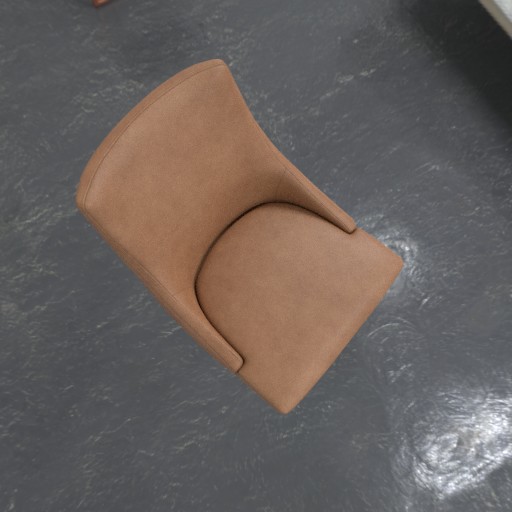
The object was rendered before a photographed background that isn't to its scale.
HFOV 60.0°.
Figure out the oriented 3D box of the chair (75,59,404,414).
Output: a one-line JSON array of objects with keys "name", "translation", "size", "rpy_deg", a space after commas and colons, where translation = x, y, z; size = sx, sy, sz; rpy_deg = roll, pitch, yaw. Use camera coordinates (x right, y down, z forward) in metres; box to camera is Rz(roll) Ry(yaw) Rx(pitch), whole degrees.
[{"name": "chair", "translation": [0.000, 0.000, 1.507], "size": [0.861, 0.909, 0.701], "rpy_deg": [39, 79, 9]}]
